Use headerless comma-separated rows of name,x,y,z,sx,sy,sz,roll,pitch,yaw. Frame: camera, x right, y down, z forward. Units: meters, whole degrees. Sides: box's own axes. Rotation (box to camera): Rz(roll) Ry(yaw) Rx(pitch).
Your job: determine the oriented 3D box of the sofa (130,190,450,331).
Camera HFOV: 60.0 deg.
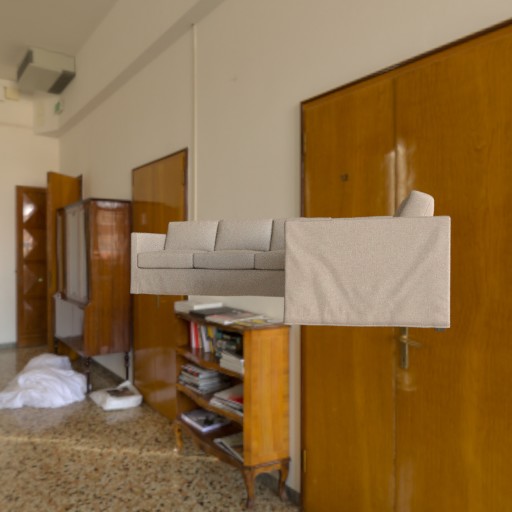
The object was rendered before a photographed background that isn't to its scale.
sofa,0.000,0.000,4.223,3.182,0.871,2.432,0,1,18
